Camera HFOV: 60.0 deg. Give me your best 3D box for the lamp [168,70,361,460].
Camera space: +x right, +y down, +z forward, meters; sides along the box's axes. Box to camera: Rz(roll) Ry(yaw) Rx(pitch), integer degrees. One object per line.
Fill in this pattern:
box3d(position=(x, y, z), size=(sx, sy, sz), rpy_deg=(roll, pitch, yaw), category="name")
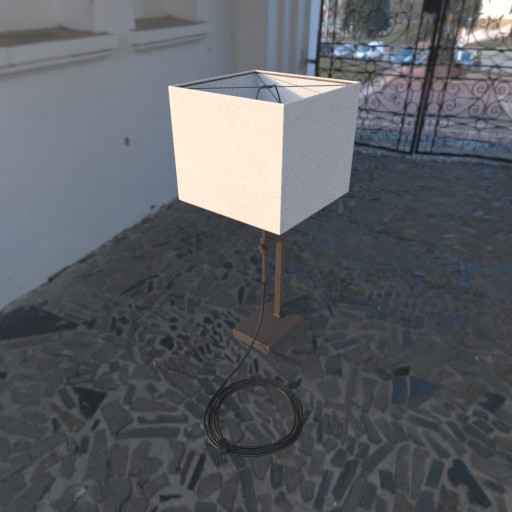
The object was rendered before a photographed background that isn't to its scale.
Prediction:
box3d(position=(0.000, 0.000, 0.956), size=(0.399, 0.660, 0.504), rpy_deg=(22, 37, 32), category="lamp")
